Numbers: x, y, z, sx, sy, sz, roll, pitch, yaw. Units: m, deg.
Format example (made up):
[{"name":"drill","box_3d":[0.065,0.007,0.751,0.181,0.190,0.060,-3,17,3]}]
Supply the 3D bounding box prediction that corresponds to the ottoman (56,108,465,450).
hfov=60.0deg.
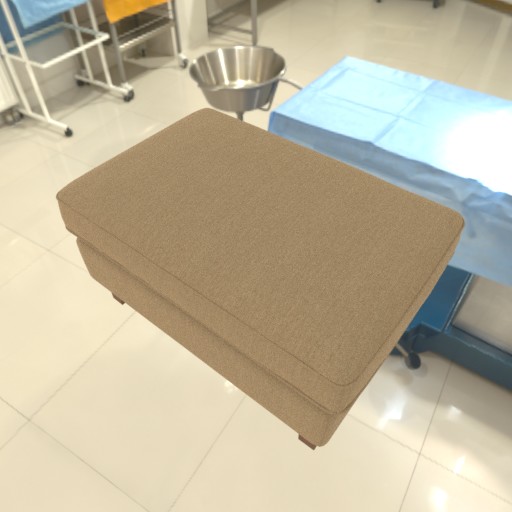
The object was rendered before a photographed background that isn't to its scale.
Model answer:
[{"name":"ottoman","box_3d":[0.000,0.000,1.306,0.945,0.521,0.636,30,54,25]}]
